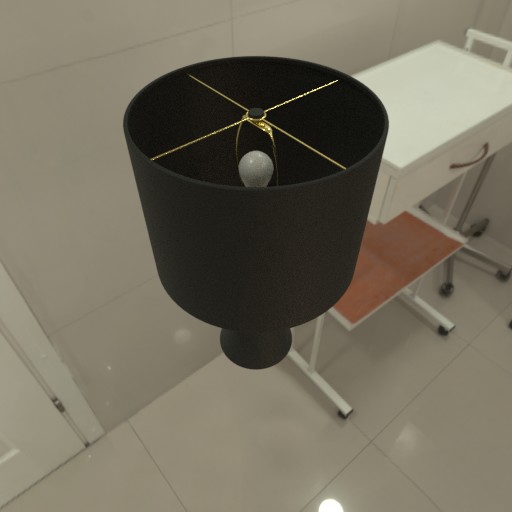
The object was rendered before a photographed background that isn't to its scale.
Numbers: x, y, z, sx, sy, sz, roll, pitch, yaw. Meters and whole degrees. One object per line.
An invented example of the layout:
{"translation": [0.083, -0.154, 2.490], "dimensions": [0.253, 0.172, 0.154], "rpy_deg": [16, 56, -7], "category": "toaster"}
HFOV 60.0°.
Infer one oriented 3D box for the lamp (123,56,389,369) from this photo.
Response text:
{"translation": [0.000, 0.000, 0.820], "dimensions": [0.359, 0.584, 0.359], "rpy_deg": [-31, 54, -26], "category": "lamp"}
